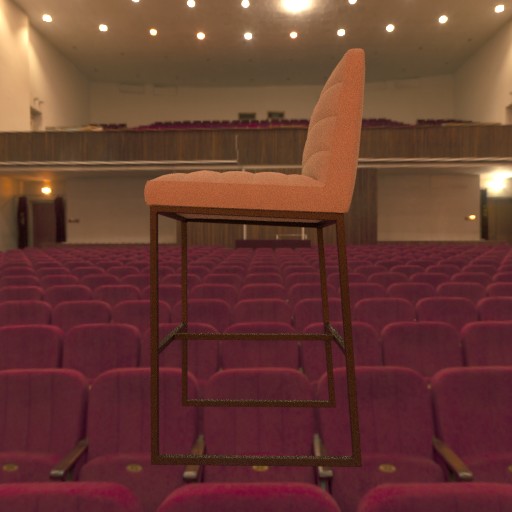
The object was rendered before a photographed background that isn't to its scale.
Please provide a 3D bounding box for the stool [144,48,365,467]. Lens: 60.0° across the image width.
[{"bbox_3d":[0.000,0.000,1.337,0.573,1.061,0.464,0,1,1],"label":"stool"}]
